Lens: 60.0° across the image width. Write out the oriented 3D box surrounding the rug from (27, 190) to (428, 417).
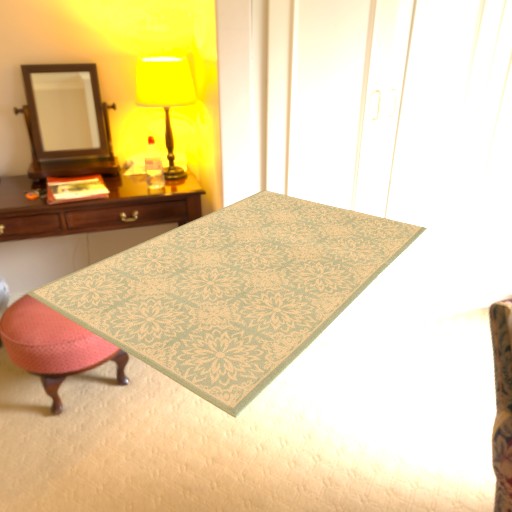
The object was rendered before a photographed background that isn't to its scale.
[{"bbox_3d":[0.000,0.000,3.492,1.819,0.018,2.746,18,32,32],"label":"rug"}]
